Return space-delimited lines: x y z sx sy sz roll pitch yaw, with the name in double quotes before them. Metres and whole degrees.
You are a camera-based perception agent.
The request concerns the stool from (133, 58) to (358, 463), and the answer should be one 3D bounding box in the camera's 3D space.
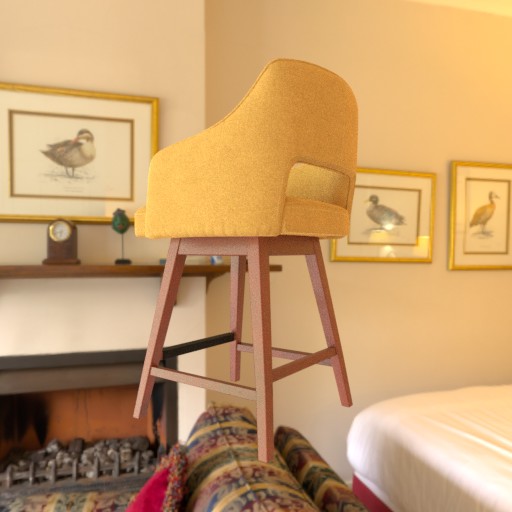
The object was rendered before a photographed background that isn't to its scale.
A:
"stool" 0.000 0.000 1.292 0.558 0.924 0.548 1 1 36
